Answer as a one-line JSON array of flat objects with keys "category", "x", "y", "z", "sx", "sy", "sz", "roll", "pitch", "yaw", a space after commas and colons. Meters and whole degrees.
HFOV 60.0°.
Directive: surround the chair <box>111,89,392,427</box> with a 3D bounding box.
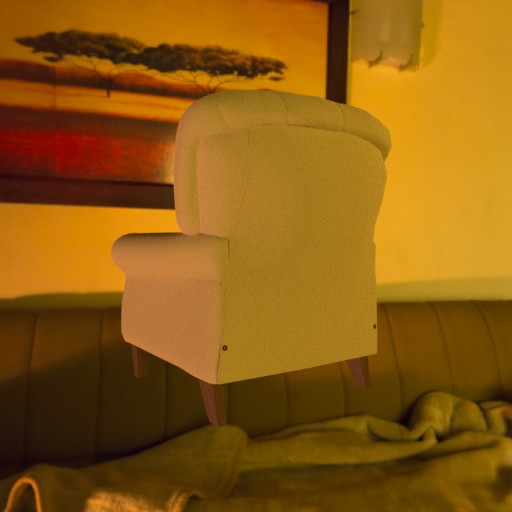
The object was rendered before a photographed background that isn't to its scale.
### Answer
[{"category": "chair", "x": 0.000, "y": 0.000, "z": 2.027, "sx": 1.035, "sy": 1.169, "sz": 1.132, "roll": 0, "pitch": 1, "yaw": -35}]
